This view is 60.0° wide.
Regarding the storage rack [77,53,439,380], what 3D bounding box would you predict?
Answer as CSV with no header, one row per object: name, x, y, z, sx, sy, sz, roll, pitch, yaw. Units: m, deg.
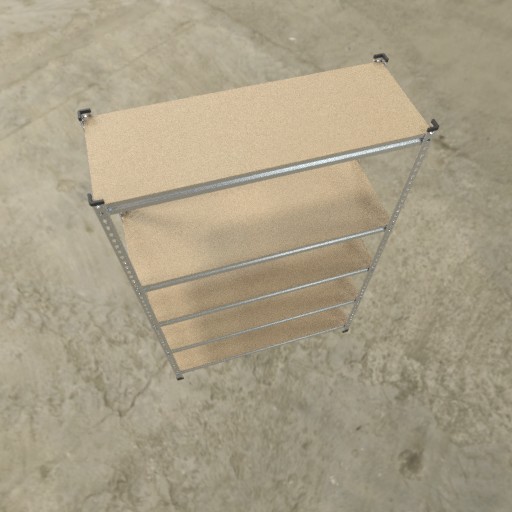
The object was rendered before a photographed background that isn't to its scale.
storage rack,0.000,0.000,2.353,1.219,1.829,0.457,-14,59,-9
